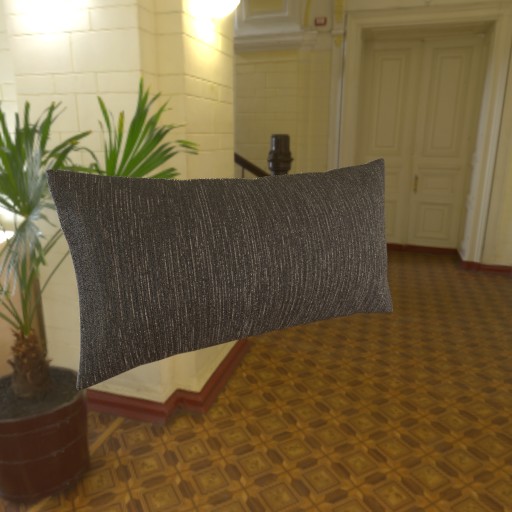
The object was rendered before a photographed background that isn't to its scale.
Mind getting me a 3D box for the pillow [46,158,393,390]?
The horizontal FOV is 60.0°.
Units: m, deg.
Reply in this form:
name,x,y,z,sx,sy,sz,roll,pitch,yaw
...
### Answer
name,x,y,z,sx,sy,sz,roll,pitch,yaw
pillow,0.000,0.000,0.748,0.608,0.305,0.156,-8,17,-27
